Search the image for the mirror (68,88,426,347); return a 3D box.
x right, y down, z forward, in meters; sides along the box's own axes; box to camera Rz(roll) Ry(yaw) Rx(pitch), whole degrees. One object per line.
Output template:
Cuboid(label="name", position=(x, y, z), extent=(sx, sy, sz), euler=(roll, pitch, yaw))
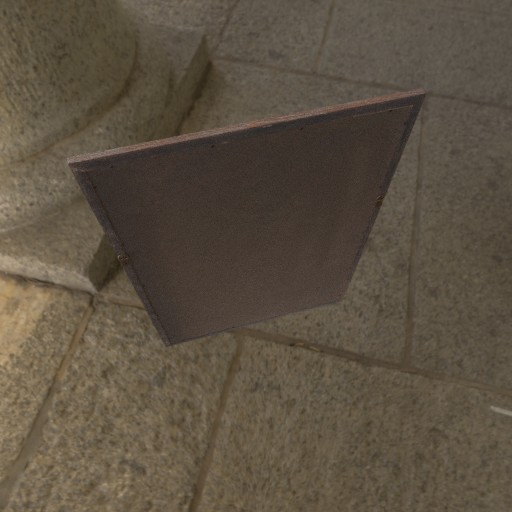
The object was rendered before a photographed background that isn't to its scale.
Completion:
Cuboid(label="mirror", position=(0.000, 0.000, 1.276), extent=(0.705, 0.996, 0.025), euler=(-13, 61, -8))
